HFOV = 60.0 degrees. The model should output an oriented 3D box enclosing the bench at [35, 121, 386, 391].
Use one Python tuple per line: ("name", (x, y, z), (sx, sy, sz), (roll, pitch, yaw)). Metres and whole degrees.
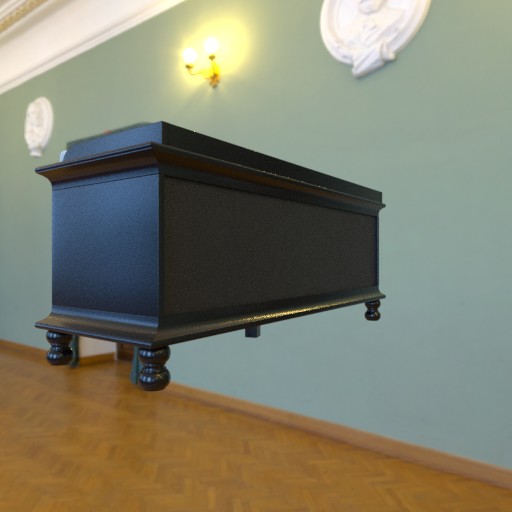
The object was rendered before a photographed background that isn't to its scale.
("bench", (0.000, 0.000, 1.383), (0.402, 0.501, 1.185), (0, 0, 36))
